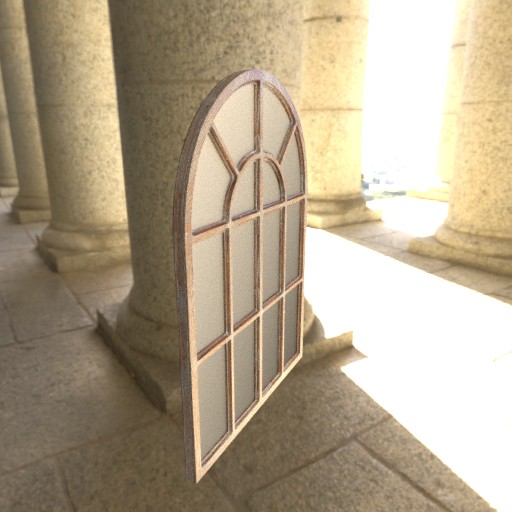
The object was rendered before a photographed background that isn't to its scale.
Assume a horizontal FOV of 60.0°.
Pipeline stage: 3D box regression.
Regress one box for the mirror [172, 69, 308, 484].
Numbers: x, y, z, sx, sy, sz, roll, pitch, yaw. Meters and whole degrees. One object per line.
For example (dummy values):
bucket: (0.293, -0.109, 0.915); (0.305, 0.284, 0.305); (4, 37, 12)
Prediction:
mirror: (0.000, 0.000, 1.181); (0.032, 0.920, 0.660); (8, 19, 26)
